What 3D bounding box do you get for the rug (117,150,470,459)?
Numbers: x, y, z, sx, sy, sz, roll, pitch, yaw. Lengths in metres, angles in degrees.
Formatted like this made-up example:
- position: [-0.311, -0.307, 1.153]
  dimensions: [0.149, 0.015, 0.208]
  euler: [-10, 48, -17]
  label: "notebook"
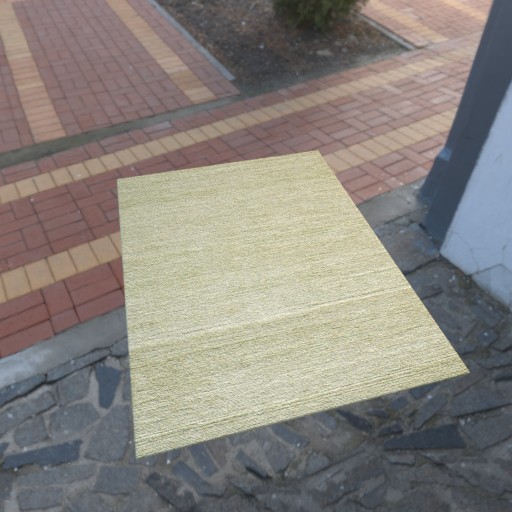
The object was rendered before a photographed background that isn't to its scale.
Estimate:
- position: [0.000, 0.000, 4.150]
  dimensions: [2.425, 0.016, 3.198]
  euler: [-10, 45, -10]
  label: "rug"
